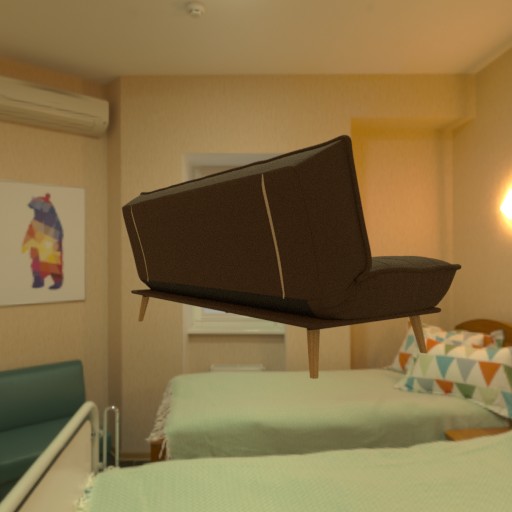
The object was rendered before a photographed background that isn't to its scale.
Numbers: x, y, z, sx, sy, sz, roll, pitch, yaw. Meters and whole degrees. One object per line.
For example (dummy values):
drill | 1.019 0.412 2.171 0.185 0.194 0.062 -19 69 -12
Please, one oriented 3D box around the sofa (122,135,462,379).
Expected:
sofa | 0.000 0.000 2.533 0.950 0.890 1.940 0 0 -36
